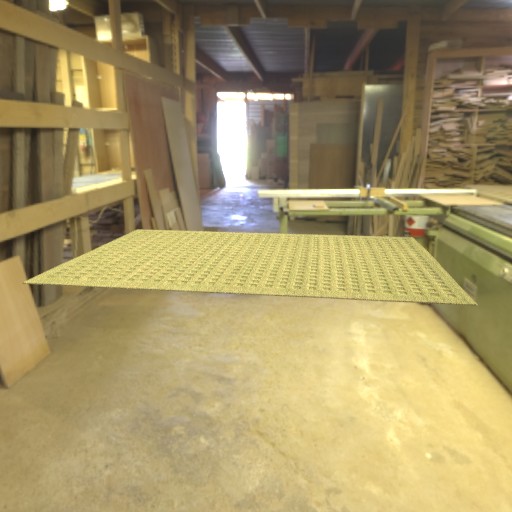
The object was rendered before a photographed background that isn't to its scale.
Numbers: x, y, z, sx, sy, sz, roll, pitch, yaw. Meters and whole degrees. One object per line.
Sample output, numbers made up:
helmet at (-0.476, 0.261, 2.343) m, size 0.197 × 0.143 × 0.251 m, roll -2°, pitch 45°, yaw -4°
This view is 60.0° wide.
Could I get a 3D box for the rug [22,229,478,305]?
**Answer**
rug at (0.000, 0.000, 2.929) m, size 2.297 × 0.007 × 1.529 m, roll 2°, pitch 14°, yaw 8°
